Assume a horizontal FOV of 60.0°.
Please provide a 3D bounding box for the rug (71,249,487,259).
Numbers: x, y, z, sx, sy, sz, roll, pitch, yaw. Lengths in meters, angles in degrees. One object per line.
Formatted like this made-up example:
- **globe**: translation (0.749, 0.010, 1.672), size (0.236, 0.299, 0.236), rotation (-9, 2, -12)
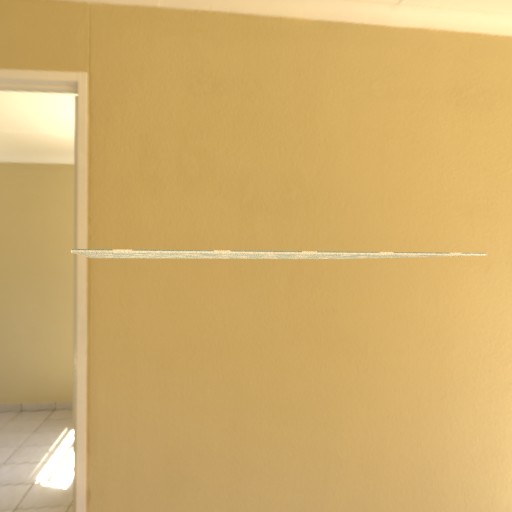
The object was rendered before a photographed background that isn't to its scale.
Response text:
- **rug**: translation (0.000, 0.000, 4.210), size (3.049, 0.021, 2.466), rotation (0, -1, -18)
